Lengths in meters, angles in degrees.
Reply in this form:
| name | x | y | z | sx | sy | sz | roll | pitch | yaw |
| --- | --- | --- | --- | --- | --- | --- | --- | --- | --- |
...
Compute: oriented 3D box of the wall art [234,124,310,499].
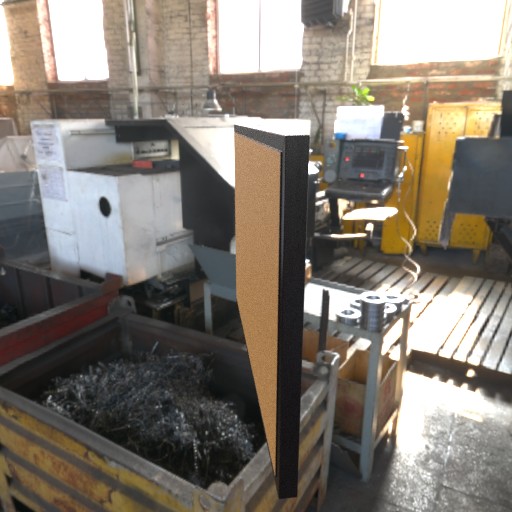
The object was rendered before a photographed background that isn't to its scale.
| name | x | y | z | sx | sy | sz | roll | pitch | yaw |
| --- | --- | --- | --- | --- | --- | --- | --- | --- | --- |
| wall art | 0.000 | 0.000 | 0.820 | 0.027 | 0.458 | 0.657 | -2 | 18 | -7 |
